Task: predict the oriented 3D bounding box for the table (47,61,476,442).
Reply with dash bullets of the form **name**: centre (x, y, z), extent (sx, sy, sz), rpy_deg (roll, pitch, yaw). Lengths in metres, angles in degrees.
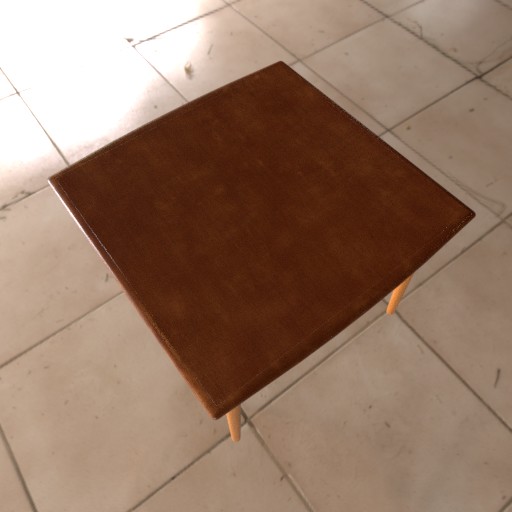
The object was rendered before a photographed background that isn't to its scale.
- **table**: centre (0.000, 0.000, 1.716), extent (0.991, 0.754, 0.991), rpy_deg (-34, 65, -18)
